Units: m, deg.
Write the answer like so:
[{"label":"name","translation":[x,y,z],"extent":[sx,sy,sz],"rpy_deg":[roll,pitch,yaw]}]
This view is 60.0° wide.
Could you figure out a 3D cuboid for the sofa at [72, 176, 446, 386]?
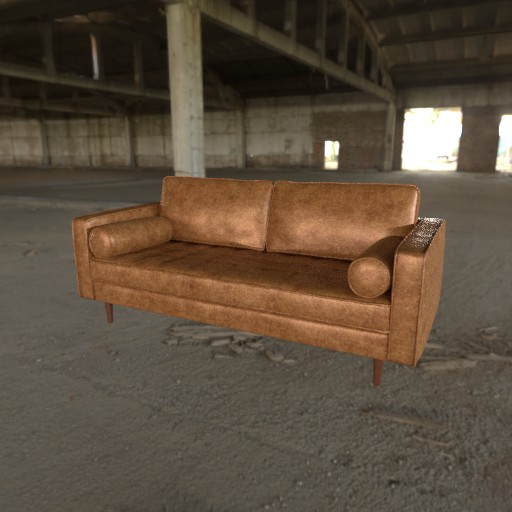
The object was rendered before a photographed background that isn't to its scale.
[{"label":"sofa","translation":[0.000,0.000,2.509],"extent":[1.920,0.825,0.924],"rpy_deg":[7,15,26]}]
